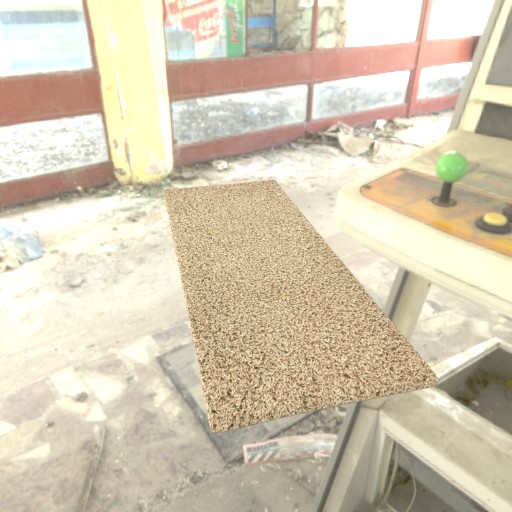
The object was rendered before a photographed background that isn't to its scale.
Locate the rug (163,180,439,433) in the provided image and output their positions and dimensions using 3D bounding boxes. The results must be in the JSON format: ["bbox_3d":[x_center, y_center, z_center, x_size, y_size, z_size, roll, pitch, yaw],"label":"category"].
[{"bbox_3d":[0.000,0.000,1.735,0.609,0.030,1.524,-7,31,-12],"label":"rug"}]
